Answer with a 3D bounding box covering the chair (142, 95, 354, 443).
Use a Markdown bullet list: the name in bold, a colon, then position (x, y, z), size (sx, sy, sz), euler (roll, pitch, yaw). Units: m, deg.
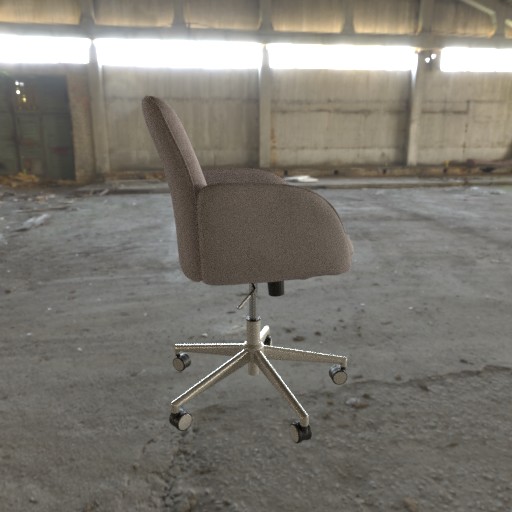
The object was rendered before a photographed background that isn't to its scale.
- **chair**: position (0.000, 0.000, 1.433), size (0.654, 0.959, 0.648), euler (-2, 15, -8)
